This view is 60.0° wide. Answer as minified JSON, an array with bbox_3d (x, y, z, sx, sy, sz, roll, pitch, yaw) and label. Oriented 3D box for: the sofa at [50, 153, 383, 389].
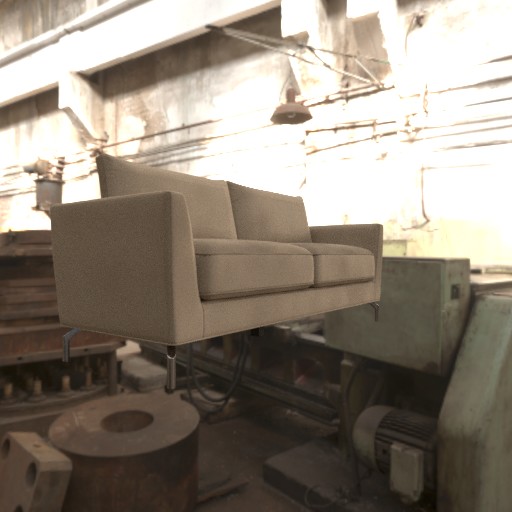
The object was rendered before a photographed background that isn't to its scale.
[{"bbox_3d":[0.000,0.000,2.769,0.868,1.005,2.214,0,0,36],"label":"sofa"}]
